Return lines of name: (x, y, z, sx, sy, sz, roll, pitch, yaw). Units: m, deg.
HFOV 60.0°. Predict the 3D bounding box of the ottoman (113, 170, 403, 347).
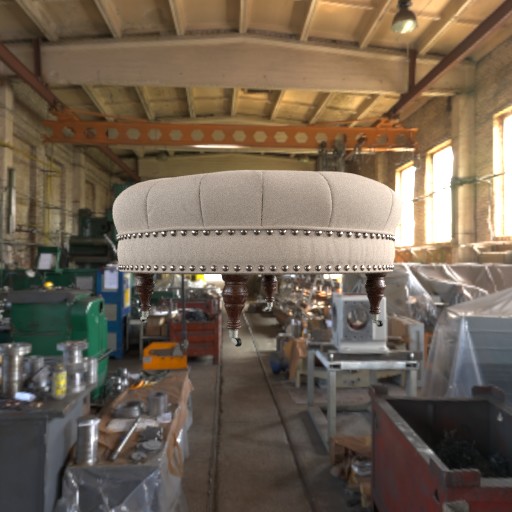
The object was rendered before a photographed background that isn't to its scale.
ottoman: (0.000, 0.000, 1.425, 0.901, 0.439, 0.901, 0, -1, 0)
